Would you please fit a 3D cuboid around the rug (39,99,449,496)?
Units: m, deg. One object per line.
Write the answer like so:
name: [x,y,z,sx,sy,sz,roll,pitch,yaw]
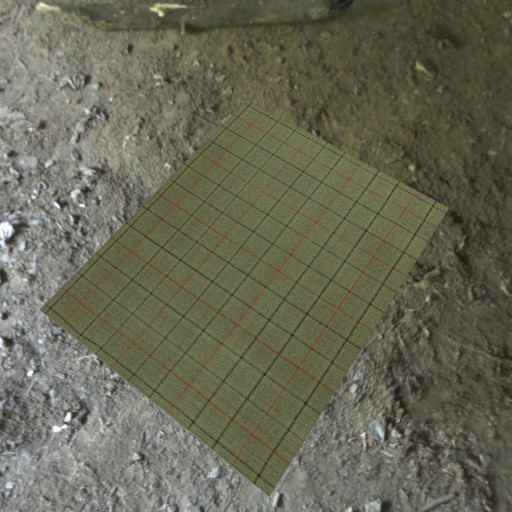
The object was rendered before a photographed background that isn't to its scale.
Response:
rug: [0.000,0.000,4.076,2.444,0.012,3.048,33,68,15]
